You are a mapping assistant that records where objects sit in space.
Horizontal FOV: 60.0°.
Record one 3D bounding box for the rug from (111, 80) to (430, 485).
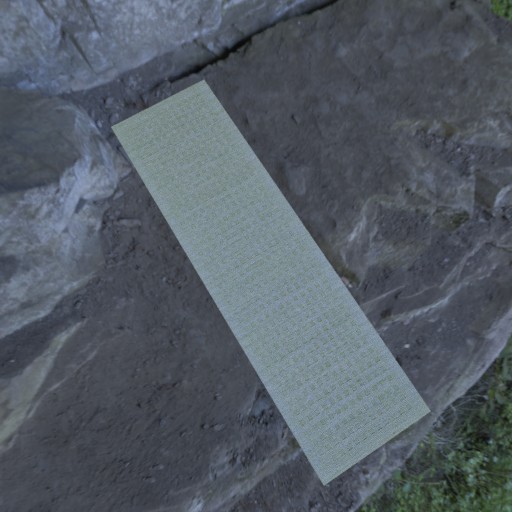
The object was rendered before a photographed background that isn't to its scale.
[{"bbox_3d":[0.000,0.000,2.600,0.686,0.006,2.437,-30,76,-8],"label":"rug"}]
